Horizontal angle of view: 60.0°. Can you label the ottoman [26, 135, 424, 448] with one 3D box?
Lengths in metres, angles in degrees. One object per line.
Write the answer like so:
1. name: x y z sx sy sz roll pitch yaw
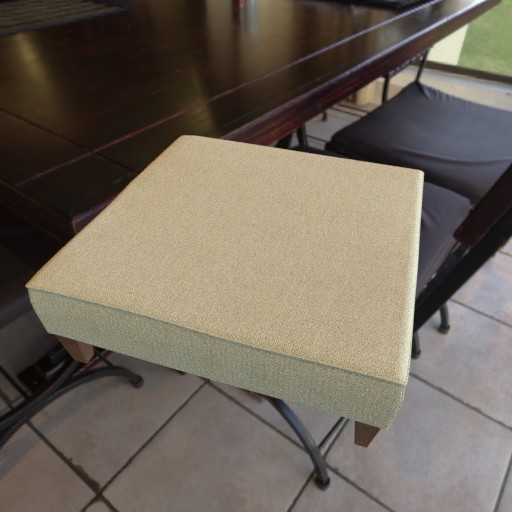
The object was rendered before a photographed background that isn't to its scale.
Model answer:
1. ottoman: 0.000 0.000 1.507 1.004 0.379 0.968 12 42 14
